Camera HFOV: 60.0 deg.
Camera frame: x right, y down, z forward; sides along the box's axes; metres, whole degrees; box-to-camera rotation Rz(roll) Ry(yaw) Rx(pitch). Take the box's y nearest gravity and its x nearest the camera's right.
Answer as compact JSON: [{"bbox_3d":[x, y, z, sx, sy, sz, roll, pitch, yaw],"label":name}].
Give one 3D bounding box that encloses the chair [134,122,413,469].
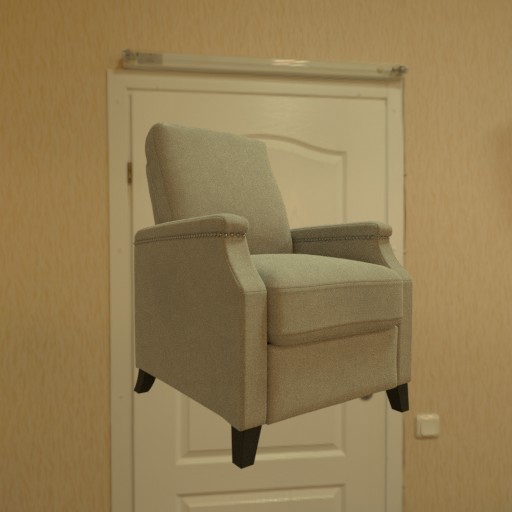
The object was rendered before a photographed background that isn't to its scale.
[{"bbox_3d":[0.000,0.000,1.634,0.710,1.049,0.922,-1,1,-36],"label":"chair"}]
